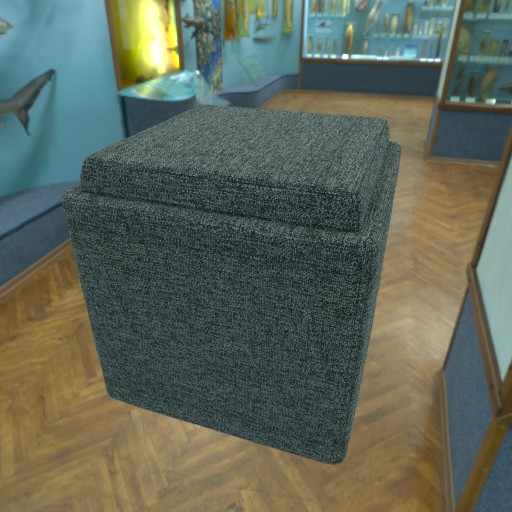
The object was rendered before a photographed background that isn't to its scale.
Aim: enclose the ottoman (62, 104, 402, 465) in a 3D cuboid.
[{"bbox_3d":[0.000,0.000,0.824,0.450,0.463,0.450,10,32,17],"label":"ottoman"}]
